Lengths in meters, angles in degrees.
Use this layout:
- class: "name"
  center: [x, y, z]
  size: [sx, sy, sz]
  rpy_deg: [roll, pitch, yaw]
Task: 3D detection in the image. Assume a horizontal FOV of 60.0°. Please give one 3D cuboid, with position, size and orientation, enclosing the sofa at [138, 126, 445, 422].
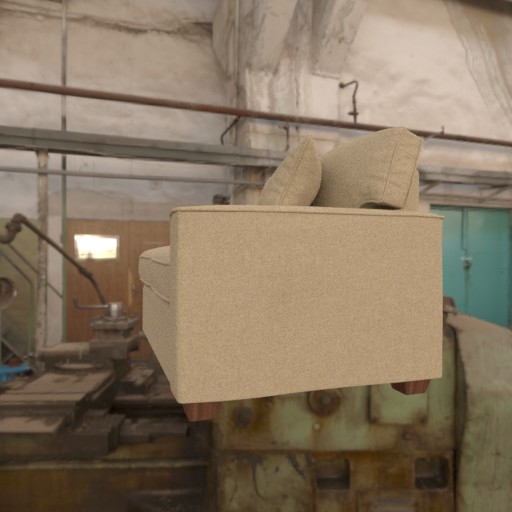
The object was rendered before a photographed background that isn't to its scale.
- class: "sofa"
  center: [0.000, 0.000, 2.087]
  size: [0.991, 0.989, 1.388]
  rpy_deg: [0, 1, -19]
